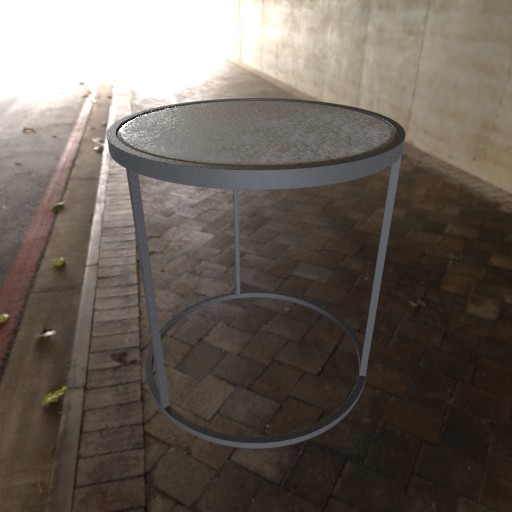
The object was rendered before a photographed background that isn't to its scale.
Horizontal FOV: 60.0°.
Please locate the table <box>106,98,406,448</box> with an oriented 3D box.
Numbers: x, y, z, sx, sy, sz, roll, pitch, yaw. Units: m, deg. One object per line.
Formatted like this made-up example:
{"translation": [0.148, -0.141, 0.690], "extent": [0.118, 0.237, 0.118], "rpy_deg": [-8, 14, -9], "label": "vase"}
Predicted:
{"translation": [0.000, 0.000, 0.847], "extent": [0.470, 0.498, 0.470], "rpy_deg": [0, 29, 0], "label": "table"}
